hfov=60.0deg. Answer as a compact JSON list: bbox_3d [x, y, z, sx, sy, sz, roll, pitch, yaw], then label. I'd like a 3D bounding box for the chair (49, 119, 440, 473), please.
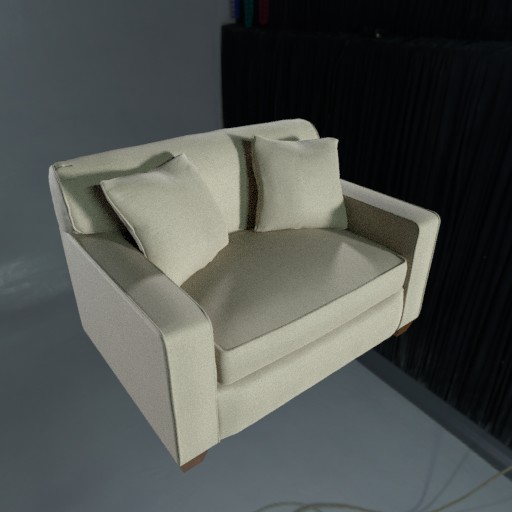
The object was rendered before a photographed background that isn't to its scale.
[{"bbox_3d":[0.000,0.000,1.991,1.383,0.948,1.000,-21,35,-32],"label":"chair"}]
